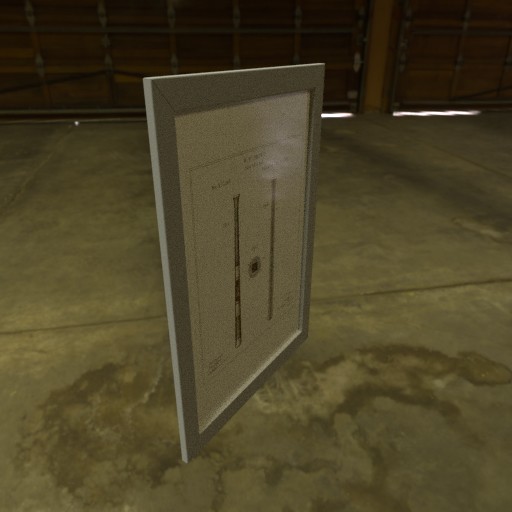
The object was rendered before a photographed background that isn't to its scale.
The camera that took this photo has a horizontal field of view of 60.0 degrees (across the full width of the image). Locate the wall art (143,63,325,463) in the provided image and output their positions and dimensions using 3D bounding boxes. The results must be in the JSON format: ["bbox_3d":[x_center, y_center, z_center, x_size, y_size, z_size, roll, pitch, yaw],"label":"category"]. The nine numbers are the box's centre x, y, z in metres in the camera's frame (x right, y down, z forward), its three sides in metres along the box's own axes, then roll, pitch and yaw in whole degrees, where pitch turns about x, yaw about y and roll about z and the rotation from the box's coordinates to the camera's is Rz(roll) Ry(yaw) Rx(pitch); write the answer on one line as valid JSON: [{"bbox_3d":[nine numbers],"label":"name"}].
[{"bbox_3d":[0.000,0.000,0.679,0.012,0.529,0.374,16,30,30],"label":"wall art"}]
